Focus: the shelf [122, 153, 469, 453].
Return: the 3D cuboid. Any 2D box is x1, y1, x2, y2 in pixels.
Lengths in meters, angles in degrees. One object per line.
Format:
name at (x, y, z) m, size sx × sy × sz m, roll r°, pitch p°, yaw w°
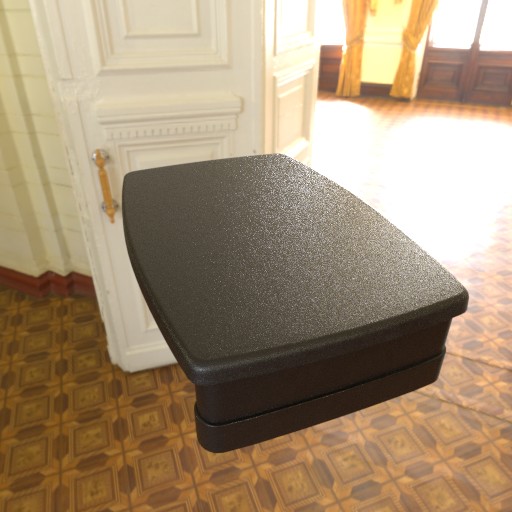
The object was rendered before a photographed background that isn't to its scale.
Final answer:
shelf at (0.000, 0.000, 0.513) m, size 0.280 × 0.100 × 0.410 m, roll -11°, pitch 33°, yaw -18°
